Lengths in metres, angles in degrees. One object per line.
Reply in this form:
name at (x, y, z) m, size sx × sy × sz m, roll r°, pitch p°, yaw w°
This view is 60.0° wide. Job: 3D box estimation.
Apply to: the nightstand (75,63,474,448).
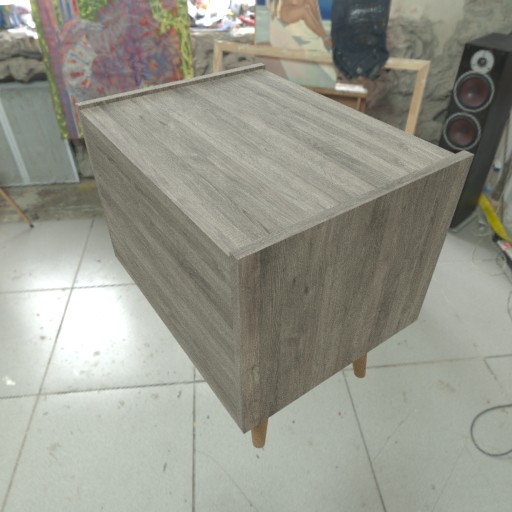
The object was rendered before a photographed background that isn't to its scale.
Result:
nightstand at (0.000, 0.000, 0.812) m, size 0.380 × 0.500 × 0.480 m, roll -24°, pitch 46°, yaw -26°
